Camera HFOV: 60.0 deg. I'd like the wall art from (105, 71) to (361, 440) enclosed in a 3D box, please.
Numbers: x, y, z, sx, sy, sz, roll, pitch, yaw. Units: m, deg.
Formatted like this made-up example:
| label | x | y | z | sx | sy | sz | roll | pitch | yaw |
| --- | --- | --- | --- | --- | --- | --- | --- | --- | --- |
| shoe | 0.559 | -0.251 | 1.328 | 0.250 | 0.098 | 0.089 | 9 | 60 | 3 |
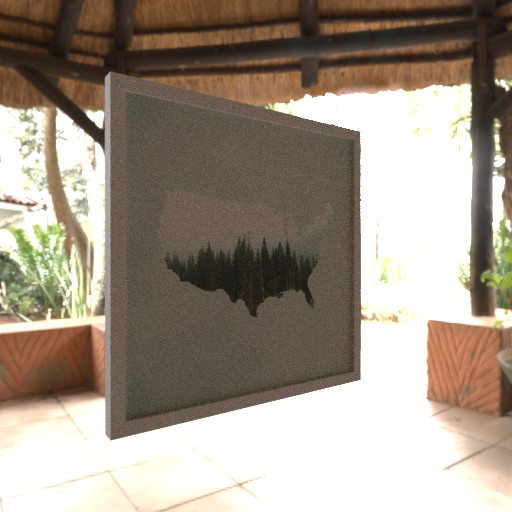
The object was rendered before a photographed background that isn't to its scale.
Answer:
| label | x | y | z | sx | sy | sz | roll | pitch | yaw |
| --- | --- | --- | --- | --- | --- | --- | --- | --- | --- |
| wall art | 0.000 | 0.000 | 1.150 | 0.762 | 0.762 | 0.038 | 0 | 0 | -35 |
